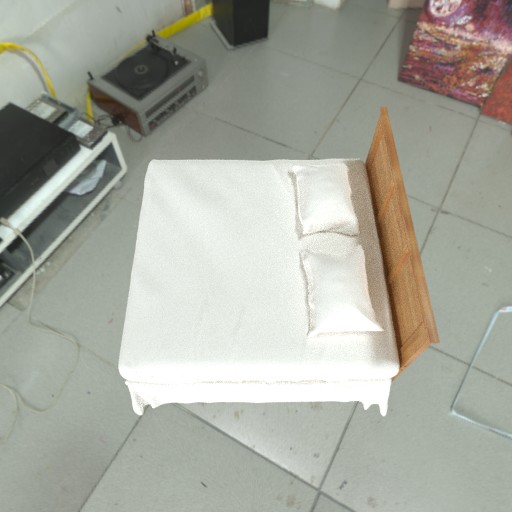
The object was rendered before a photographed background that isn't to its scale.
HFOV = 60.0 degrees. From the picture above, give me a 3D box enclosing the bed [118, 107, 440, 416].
[{"bbox_3d":[0.000,0.000,3.646,2.215,1.270,2.317,0,60,0],"label":"bed"}]
